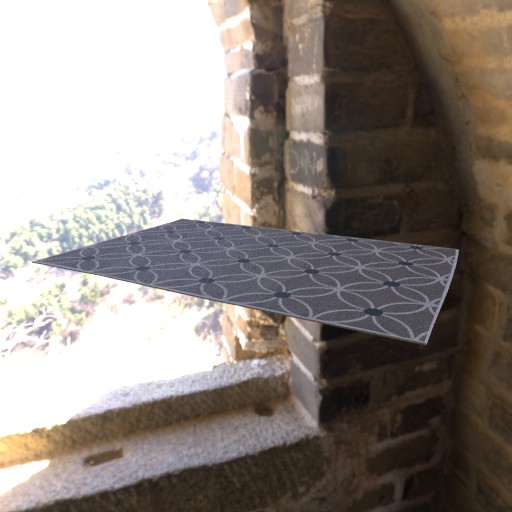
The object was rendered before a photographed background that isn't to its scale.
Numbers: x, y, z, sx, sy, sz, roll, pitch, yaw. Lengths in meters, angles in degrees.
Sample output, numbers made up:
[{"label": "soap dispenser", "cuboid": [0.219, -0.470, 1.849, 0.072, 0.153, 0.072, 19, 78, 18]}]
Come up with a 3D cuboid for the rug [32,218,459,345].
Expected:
[{"label": "rug", "cuboid": [0.000, 0.000, 2.822, 2.284, 0.008, 1.522, 8, 18, 27]}]
